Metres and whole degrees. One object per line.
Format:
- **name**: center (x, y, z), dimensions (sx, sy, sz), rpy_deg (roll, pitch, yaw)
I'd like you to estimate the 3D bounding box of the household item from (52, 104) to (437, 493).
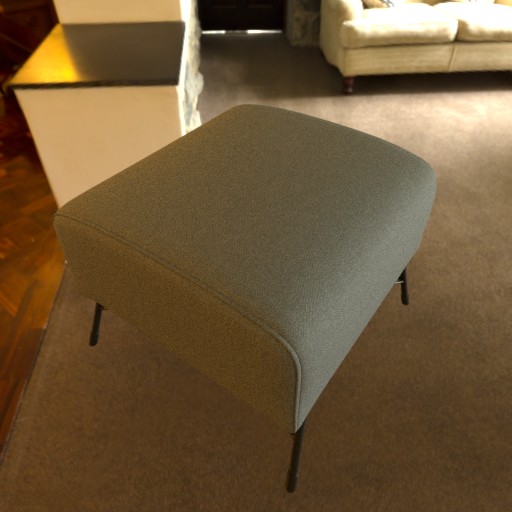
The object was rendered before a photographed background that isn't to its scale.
- **household item**: center (0.000, 0.000, 0.876), dimensions (0.530, 0.410, 0.530), rpy_deg (26, 49, 25)
